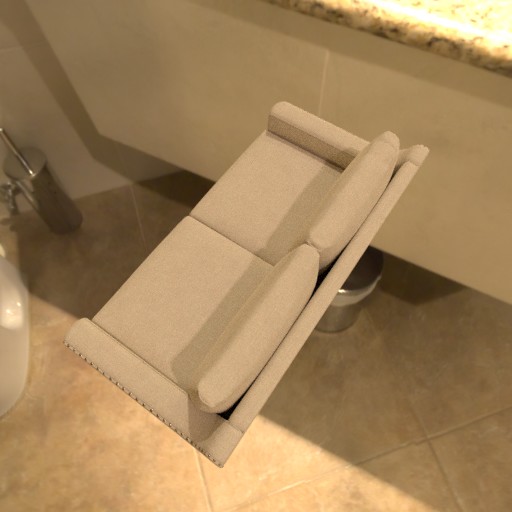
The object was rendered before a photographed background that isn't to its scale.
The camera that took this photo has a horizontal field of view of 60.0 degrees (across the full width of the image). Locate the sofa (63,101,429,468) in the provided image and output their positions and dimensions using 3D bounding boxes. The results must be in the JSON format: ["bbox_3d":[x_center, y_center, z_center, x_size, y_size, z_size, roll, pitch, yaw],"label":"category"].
[{"bbox_3d":[0.000,0.000,2.694,1.104,0.983,2.107,32,67,15],"label":"sofa"}]
